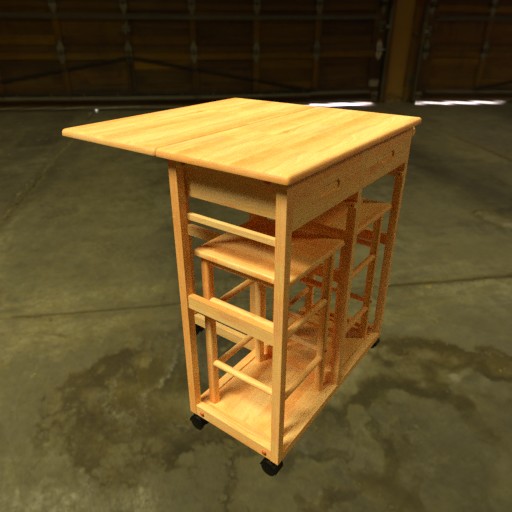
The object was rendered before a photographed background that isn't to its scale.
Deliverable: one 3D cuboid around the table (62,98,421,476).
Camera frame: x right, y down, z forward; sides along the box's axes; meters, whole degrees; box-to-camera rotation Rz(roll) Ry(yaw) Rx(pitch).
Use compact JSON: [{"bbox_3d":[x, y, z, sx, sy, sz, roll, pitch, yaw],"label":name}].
[{"bbox_3d":[0.000,0.000,1.412,0.693,0.832,0.752,19,33,32],"label":"table"}]
